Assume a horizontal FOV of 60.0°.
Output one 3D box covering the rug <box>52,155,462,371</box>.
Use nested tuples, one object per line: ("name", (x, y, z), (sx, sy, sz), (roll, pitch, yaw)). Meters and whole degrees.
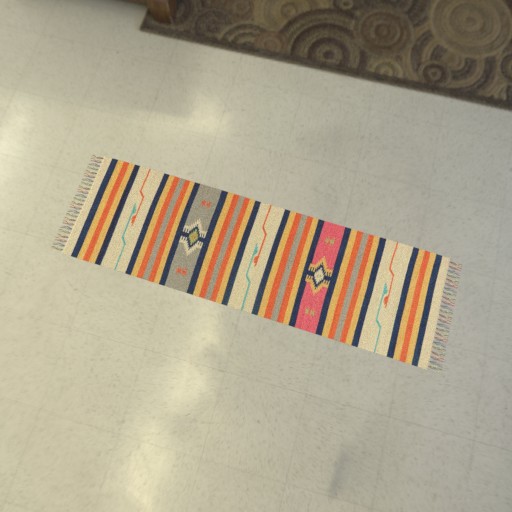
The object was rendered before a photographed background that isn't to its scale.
("rug", (0.000, 0.000, 2.728), (2.455, 0.017, 0.695), (17, 76, 4))
